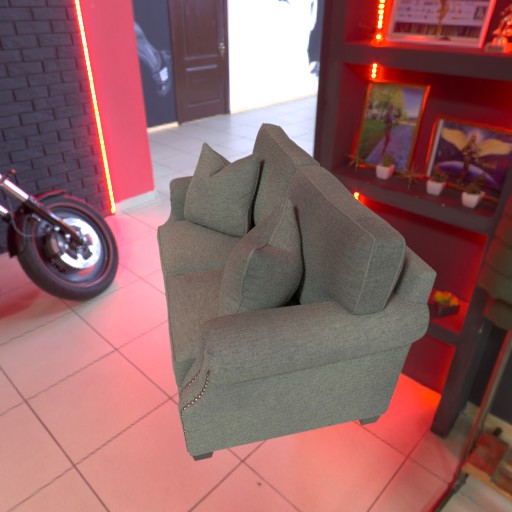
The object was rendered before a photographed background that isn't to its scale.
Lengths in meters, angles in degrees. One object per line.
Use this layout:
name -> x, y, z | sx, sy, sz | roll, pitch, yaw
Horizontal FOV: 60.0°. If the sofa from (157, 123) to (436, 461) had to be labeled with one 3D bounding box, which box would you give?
sofa -> 0.000, 0.000, 2.271 | 0.966, 0.966, 1.701 | -7, 31, -12
